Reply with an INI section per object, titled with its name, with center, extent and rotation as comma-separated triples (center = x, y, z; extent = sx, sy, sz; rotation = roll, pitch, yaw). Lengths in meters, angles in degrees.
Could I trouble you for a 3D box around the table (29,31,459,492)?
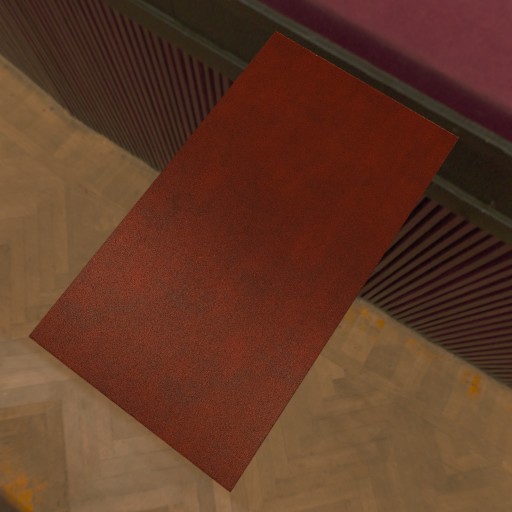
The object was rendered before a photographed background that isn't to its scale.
[table]
center = 0.000, 0.000, 1.224
extent = 0.533, 0.456, 0.943
rotation = 34, 78, 8
